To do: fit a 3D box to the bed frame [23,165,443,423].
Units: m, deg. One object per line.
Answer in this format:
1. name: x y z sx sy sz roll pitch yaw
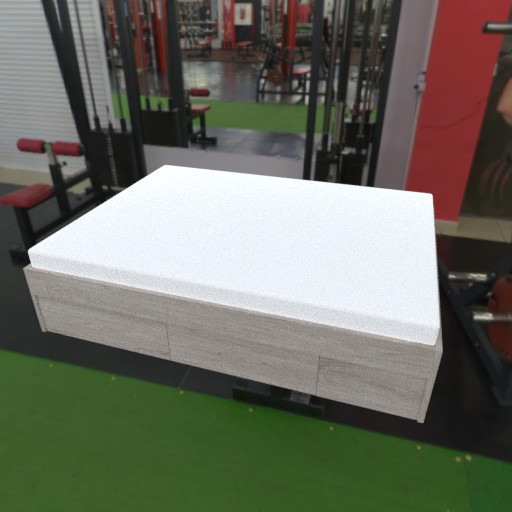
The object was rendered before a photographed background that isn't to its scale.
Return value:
1. bed frame: 0.000 0.000 2.596 1.944 0.490 1.448 9 31 16
